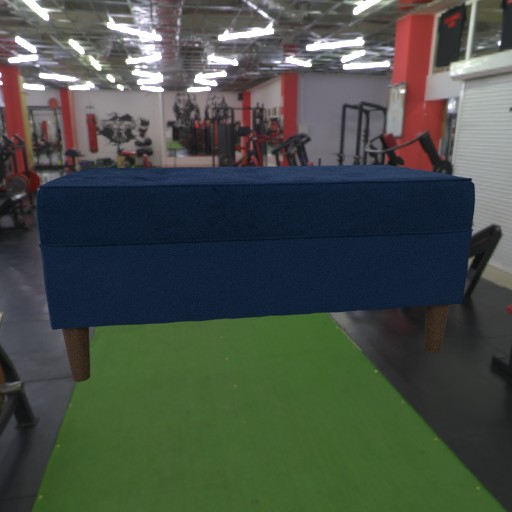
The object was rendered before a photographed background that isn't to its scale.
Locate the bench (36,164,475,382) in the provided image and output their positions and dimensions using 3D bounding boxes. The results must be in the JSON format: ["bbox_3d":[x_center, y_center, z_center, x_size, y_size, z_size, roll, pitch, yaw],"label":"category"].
[{"bbox_3d":[0.000,0.000,1.255,1.010,0.467,0.489,-2,16,-9],"label":"bench"}]
